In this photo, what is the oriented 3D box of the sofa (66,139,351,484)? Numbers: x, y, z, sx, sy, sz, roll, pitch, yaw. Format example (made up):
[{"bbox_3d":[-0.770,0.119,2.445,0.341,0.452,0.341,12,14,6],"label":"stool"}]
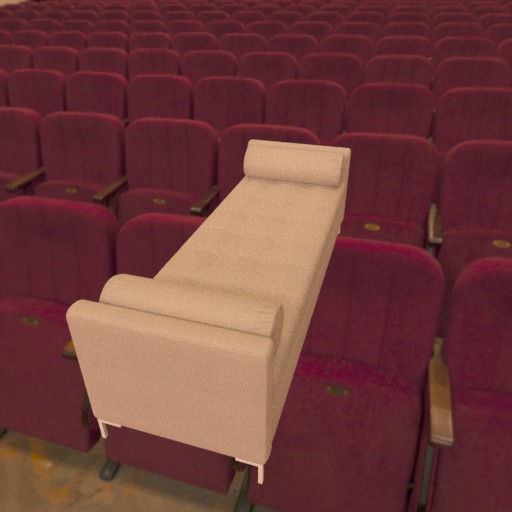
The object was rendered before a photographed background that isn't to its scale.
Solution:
[{"bbox_3d":[0.000,0.000,2.293,0.686,0.635,1.981,9,32,15],"label":"sofa"}]
